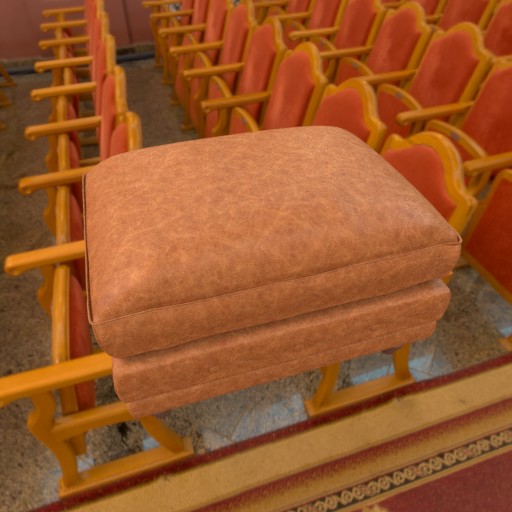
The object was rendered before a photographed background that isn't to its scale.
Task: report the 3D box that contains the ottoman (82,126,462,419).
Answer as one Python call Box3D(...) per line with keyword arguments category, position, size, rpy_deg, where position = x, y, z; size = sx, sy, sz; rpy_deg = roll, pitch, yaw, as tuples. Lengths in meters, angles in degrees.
Box3D(category="ottoman", position=(0.000, 0.000, 1.053), size=(0.710, 0.480, 0.533), rpy_deg=(-12, 42, -13))
